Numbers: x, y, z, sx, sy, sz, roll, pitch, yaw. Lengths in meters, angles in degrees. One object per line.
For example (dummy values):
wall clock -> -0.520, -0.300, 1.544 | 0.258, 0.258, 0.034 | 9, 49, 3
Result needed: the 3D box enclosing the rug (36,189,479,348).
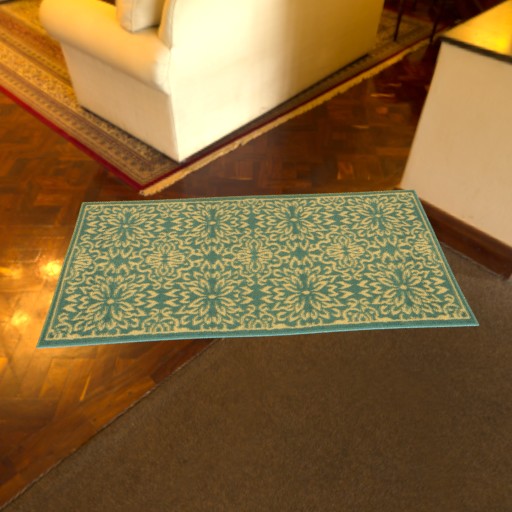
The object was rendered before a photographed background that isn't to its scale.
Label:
rug -> 0.000, 0.000, 1.418 | 1.219, 0.007, 0.604 | -3, 47, -2
